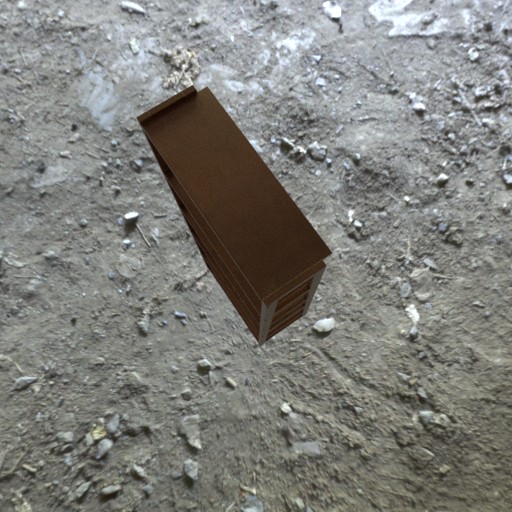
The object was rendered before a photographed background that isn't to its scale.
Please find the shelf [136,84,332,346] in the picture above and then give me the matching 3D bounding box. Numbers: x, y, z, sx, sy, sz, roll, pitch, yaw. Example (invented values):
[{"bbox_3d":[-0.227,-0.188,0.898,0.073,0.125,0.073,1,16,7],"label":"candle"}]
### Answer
[{"bbox_3d":[0.000,0.000,2.138,0.382,1.892,0.660,-33,78,-8],"label":"shelf"}]
